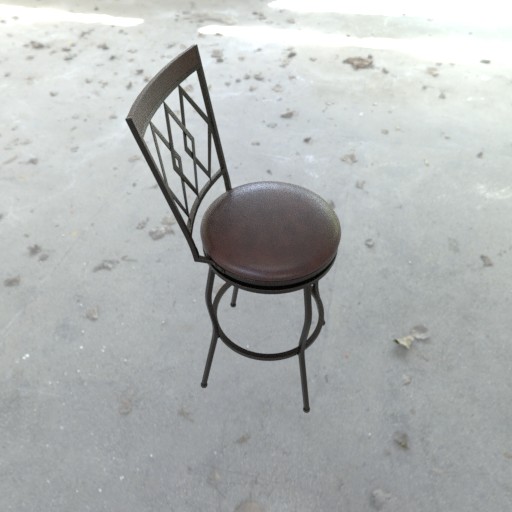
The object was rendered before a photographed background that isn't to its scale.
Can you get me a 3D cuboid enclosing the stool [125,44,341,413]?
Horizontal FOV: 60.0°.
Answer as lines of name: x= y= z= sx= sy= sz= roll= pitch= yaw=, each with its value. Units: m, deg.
stool: x=0.000 y=0.000 z=1.436 sx=0.521 sy=1.134 sz=0.432 roll=10 pitch=47 yaw=10
